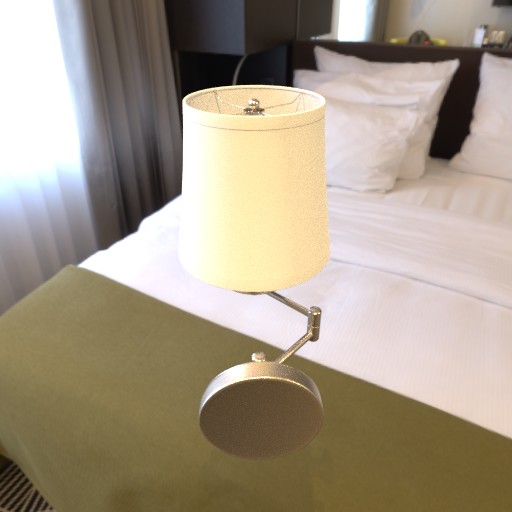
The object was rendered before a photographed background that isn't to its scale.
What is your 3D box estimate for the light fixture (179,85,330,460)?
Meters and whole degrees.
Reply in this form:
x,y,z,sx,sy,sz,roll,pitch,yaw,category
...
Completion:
x,y,z,sx,sy,sz,roll,pitch,yaw,category
0.000,0.000,0.596,0.223,0.381,0.348,-1,31,-2,light fixture
